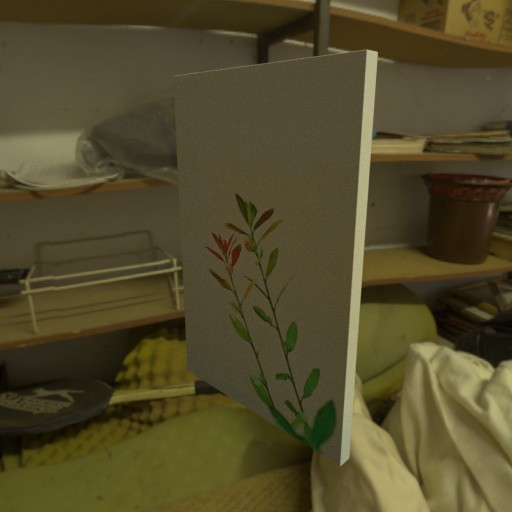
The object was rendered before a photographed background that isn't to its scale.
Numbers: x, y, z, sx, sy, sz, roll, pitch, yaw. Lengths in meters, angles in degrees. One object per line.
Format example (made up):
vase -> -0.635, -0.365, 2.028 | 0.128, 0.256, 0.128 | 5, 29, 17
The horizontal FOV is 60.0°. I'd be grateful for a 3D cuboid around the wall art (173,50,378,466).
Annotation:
wall art -> 0.000, 0.000, 1.154 | 0.039, 0.915, 0.612 | -15, 22, -42
